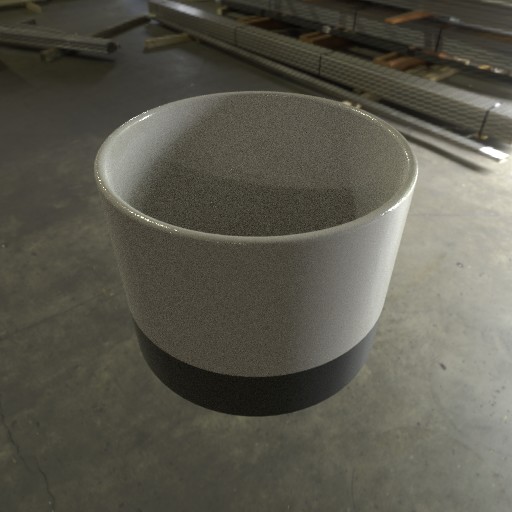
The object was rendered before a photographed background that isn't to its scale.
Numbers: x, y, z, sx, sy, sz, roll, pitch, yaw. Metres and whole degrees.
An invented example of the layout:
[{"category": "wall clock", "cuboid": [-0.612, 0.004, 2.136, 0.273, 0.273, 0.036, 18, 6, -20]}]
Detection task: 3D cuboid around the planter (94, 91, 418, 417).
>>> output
[{"category": "planter", "cuboid": [0.000, 0.000, 0.329, 0.193, 0.177, 0.193, 0, 40, 0]}]
